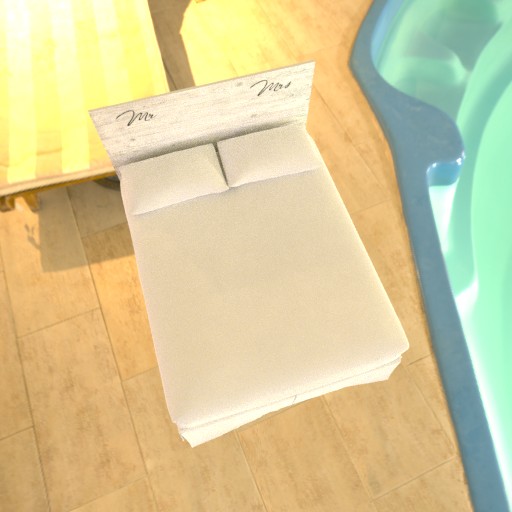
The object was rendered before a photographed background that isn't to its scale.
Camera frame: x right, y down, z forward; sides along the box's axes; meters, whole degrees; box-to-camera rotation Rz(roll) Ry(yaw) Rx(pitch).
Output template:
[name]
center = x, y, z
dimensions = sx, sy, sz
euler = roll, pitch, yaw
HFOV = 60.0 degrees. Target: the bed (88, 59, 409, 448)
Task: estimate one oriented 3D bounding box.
[bed]
center = 0.000, 0.000, 3.206
dimensions = 1.745, 1.335, 2.094
euler = -16, 65, -8
